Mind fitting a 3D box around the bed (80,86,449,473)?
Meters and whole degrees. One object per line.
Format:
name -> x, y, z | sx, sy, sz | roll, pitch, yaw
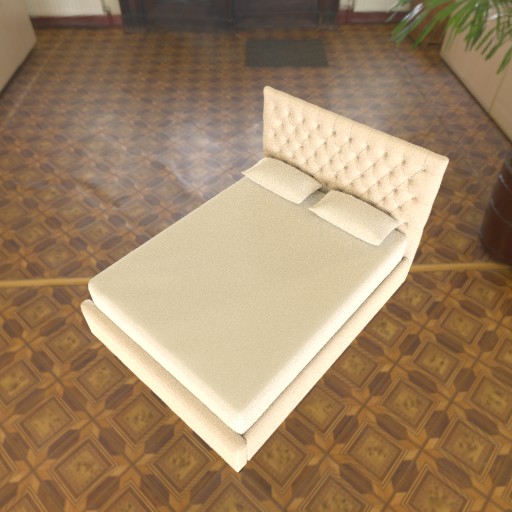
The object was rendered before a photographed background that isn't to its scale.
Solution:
bed -> 0.000, 0.000, 3.411 | 1.696, 1.426, 2.233 | 33, 54, 27
